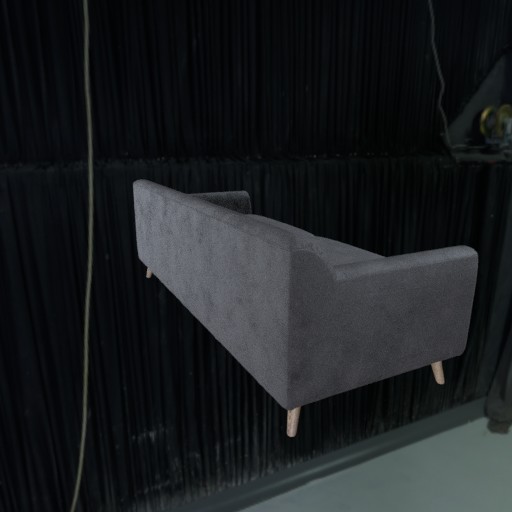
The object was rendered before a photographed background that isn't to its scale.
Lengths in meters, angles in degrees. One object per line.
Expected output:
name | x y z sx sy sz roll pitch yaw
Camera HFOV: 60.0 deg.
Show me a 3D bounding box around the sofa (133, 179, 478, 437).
sofa | 0.000 0.000 2.554 0.900 0.740 2.190 -8 17 -26
